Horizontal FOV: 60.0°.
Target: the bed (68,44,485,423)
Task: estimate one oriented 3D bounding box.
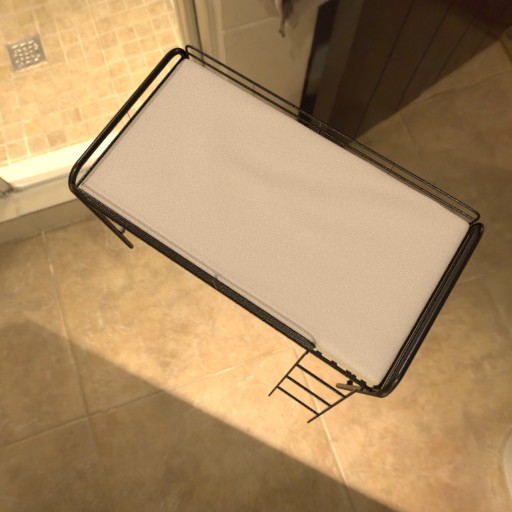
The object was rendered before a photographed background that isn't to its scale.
[{"bbox_3d":[0.000,0.000,2.854,1.968,1.289,1.393,33,78,8],"label":"bed"}]
